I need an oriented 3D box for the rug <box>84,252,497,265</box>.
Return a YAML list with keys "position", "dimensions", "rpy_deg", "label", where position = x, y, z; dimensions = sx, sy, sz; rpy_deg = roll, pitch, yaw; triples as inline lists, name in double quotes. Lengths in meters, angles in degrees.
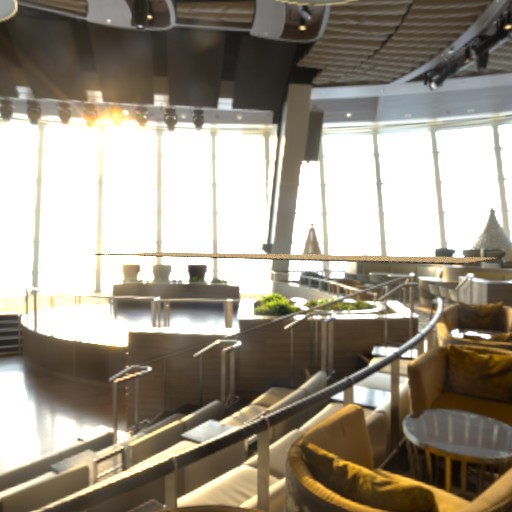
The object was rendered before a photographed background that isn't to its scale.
- position: [0.000, 0.000, 2.457]
  dimensions: [2.286, 0.008, 0.686]
  rpy_deg: [1, 2, 36]
  label: "rug"
